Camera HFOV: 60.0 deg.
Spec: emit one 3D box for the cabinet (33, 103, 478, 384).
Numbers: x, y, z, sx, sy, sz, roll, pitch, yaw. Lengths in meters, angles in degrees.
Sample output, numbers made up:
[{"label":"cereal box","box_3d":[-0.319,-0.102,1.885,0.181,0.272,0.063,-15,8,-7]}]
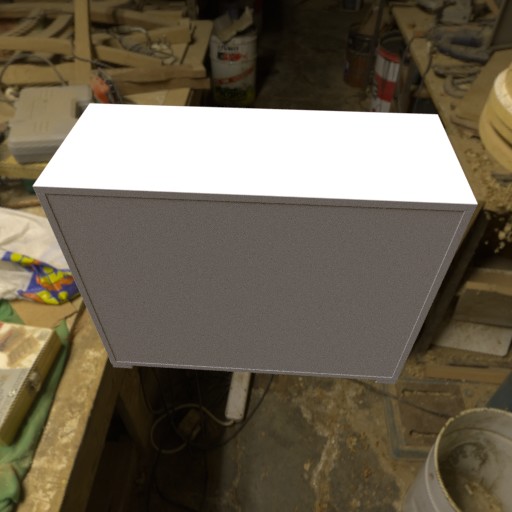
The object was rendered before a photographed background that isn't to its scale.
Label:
[{"label":"cabinet","box_3d":[0.000,0.000,1.418,1.000,0.800,0.400,3,46,3]}]
